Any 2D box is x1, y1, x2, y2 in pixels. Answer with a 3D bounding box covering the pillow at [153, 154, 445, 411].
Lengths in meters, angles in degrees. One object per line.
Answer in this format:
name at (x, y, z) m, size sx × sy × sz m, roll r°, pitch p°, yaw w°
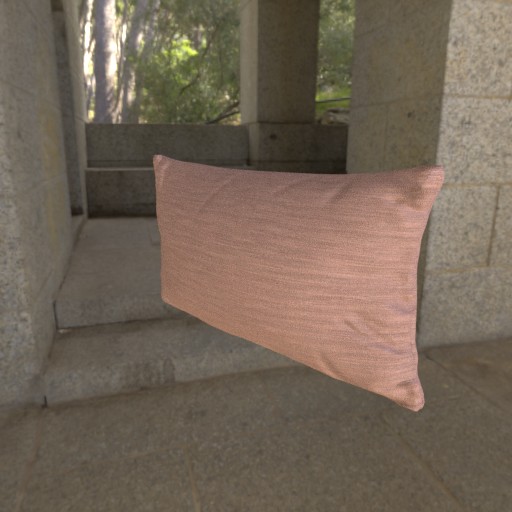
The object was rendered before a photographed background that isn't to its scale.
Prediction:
pillow at (0.000, 0.000, 0.784) m, size 0.633 × 0.338 × 0.210 m, roll 14°, pitch 20°, yaw 43°
